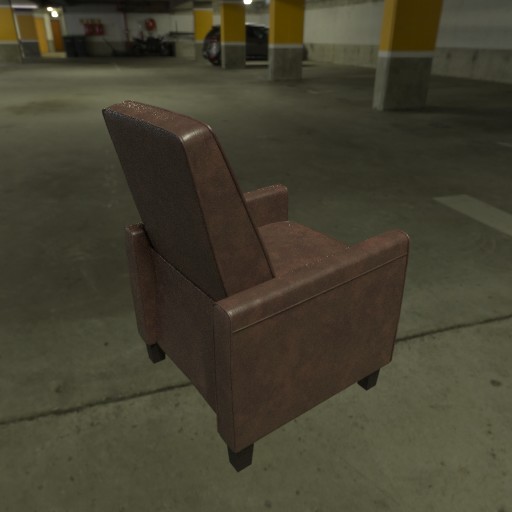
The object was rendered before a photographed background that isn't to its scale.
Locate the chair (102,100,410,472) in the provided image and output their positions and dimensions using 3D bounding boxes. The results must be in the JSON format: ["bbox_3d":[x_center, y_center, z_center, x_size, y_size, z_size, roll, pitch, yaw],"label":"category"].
[{"bbox_3d":[0.000,0.000,1.501,0.746,1.013,0.705,-18,31,-32],"label":"chair"}]
